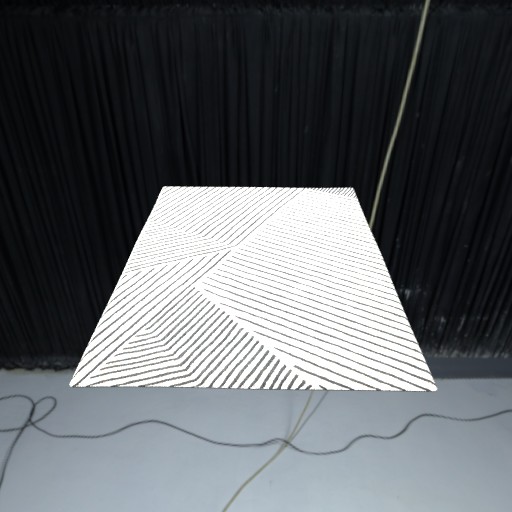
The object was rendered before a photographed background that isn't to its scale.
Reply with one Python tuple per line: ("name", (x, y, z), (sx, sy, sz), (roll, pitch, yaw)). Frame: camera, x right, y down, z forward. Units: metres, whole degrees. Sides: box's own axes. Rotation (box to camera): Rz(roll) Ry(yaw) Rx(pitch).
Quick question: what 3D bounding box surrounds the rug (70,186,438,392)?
("rug", (0.000, 0.000, 3.221), (1.829, 0.028, 2.449), (0, 32, 1))
